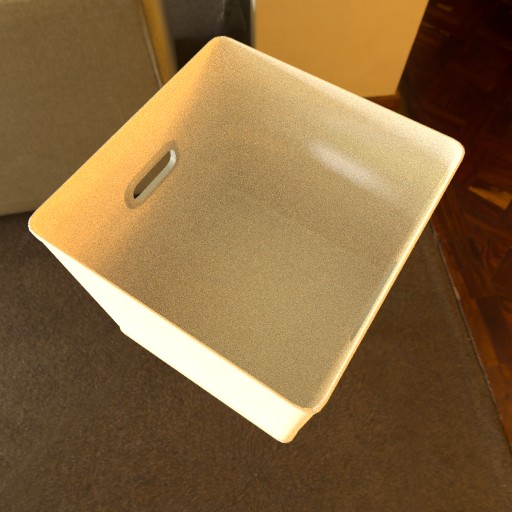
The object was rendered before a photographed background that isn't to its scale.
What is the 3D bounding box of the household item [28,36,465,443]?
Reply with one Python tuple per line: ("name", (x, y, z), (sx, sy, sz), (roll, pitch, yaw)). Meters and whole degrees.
("household item", (0.000, 0.000, 0.548), (0.305, 0.305, 0.305), (30, 68, 14))
